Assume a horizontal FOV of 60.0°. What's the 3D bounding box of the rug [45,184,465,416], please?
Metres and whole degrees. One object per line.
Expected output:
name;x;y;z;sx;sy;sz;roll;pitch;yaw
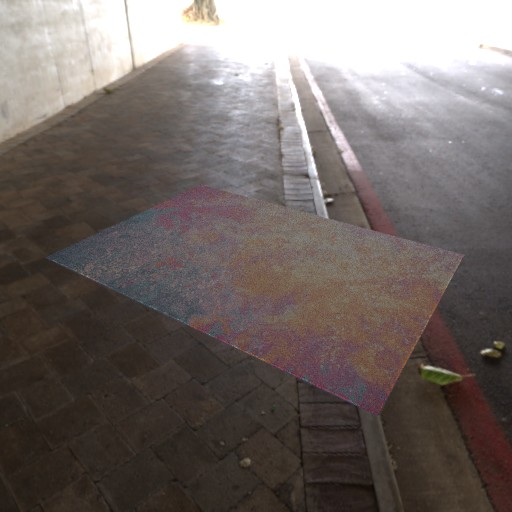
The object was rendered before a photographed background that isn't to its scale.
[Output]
rug;0.000;0.000;3.713;2.896;0.013;2.007;19;35;29
